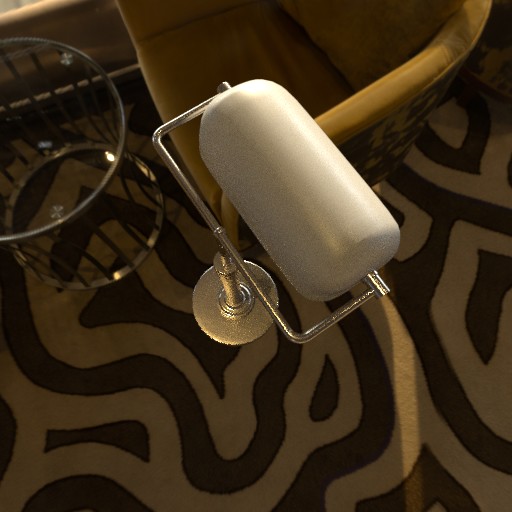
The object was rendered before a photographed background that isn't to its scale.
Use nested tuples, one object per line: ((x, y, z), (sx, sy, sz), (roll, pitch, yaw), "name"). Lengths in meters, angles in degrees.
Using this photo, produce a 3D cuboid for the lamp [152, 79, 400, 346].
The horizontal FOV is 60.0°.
((0.000, 0.000, 0.571), (0.227, 0.404, 0.269), (-33, 76, -9), "lamp")
